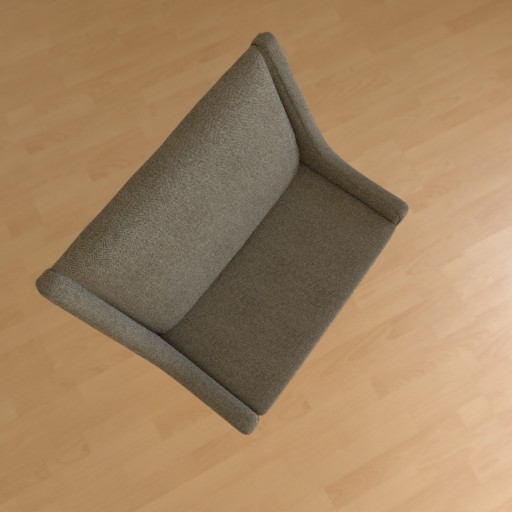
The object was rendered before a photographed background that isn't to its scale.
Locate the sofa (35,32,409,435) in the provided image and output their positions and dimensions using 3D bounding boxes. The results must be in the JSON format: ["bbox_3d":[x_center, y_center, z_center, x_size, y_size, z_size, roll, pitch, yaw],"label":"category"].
[{"bbox_3d":[0.000,0.000,1.921,0.870,1.021,1.242,36,78,9],"label":"sofa"}]
